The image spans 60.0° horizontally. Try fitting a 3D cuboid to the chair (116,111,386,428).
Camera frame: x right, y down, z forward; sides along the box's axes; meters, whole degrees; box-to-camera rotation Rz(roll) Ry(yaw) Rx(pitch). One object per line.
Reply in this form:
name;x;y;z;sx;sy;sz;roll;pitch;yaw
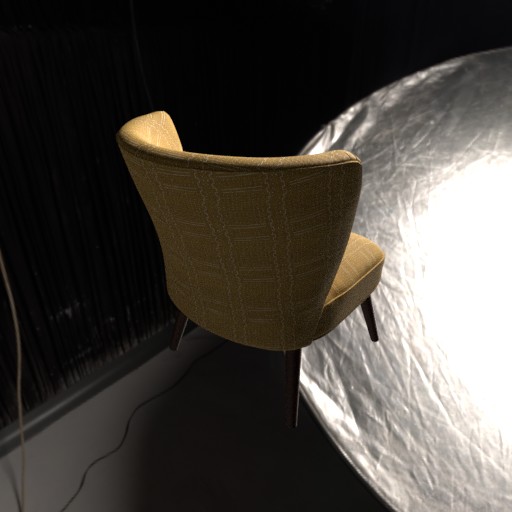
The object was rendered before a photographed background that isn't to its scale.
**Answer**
chair;0.000;0.000;1.425;0.706;0.866;0.758;23;37;33
